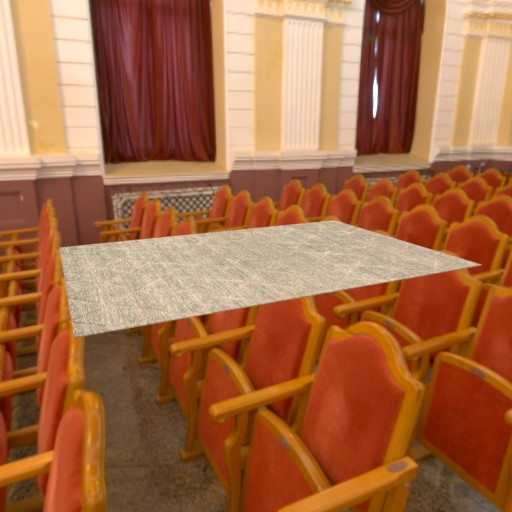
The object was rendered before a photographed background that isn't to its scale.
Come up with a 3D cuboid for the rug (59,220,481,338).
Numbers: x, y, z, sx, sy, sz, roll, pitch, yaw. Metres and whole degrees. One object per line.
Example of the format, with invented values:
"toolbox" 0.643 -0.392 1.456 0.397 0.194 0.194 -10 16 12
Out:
"rug" 0.000 0.000 2.862 2.283 0.006 1.521 -7 17 -24
